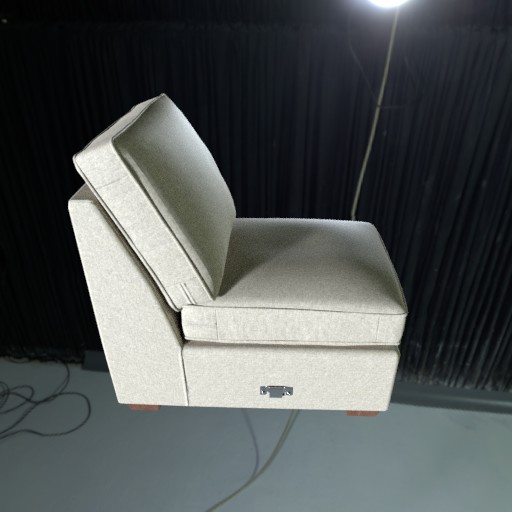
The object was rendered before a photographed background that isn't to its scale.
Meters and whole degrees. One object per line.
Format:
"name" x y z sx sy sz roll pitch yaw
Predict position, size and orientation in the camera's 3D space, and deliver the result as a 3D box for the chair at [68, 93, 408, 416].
"chair" 0.000 0.000 1.663 1.020 1.058 0.674 1 31 2
